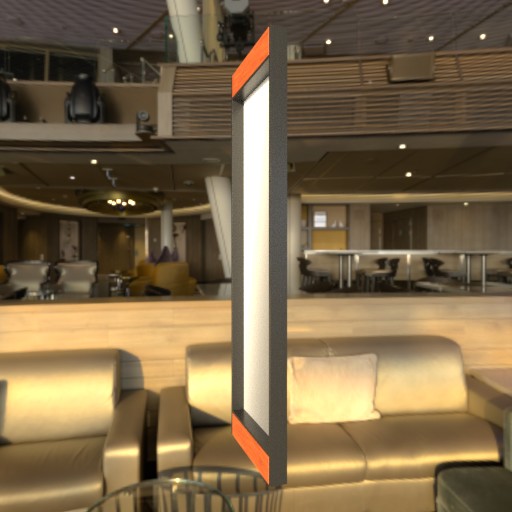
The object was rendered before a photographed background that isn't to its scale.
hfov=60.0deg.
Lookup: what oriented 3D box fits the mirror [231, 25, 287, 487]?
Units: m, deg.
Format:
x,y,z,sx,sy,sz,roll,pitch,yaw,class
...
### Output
x,y,z,sx,sy,sz,roll,pitch,yaw,class
0.000,0.000,1.244,0.047,1.123,0.343,0,0,-19,mirror
